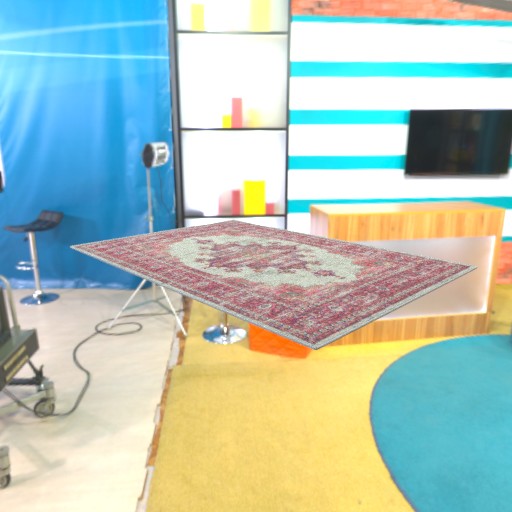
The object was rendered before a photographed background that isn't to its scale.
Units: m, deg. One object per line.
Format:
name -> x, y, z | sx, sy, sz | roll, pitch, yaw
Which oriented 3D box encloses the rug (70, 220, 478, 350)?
rug -> 0.000, 0.000, 2.910 | 1.555, 0.011, 2.232 | -14, 20, -42
